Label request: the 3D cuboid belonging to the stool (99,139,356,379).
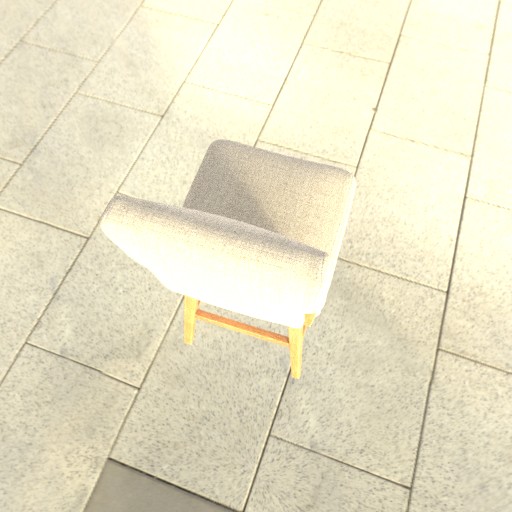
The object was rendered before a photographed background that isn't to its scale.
[{"bbox_3d":[0.000,0.000,1.358,0.483,1.106,0.569,16,65,8],"label":"stool"}]
